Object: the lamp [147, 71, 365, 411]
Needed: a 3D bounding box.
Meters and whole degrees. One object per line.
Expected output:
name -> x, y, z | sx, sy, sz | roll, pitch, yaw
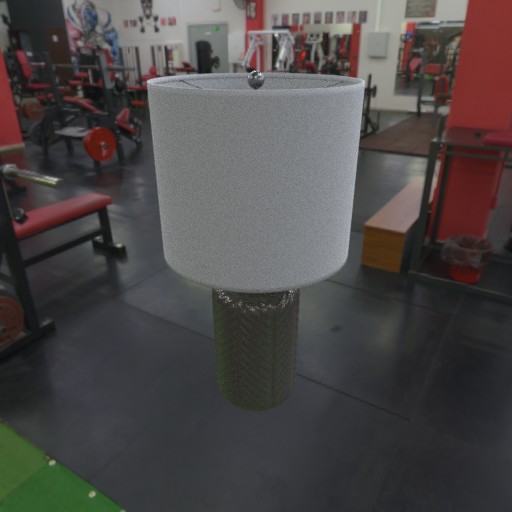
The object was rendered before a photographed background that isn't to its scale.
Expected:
lamp -> 0.000, 0.000, 0.504 | 0.203, 0.389, 0.203 | 17, 31, 31
